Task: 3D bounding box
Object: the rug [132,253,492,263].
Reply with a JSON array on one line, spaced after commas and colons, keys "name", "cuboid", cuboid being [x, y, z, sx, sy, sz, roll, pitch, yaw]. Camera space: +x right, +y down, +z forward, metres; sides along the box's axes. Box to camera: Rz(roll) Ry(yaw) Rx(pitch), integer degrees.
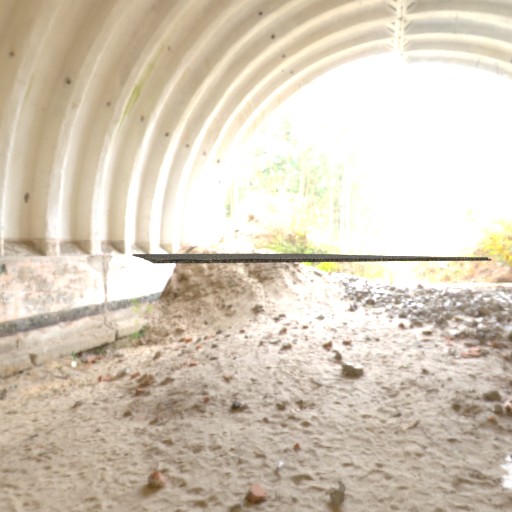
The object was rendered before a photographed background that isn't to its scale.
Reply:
[{"name": "rug", "cuboid": [0.000, 0.000, 2.986, 1.538, 0.021, 2.443, 0, 1, -17]}]
